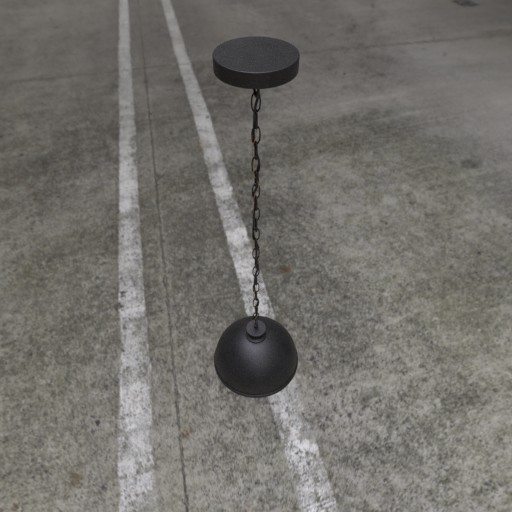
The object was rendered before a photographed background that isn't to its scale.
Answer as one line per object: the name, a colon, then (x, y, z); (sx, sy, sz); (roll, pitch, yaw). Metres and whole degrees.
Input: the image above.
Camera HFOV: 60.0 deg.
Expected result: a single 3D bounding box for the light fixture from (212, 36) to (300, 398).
light fixture: (0.000, 0.000, 1.211); (0.304, 1.090, 0.304); (-10, 48, -9)
